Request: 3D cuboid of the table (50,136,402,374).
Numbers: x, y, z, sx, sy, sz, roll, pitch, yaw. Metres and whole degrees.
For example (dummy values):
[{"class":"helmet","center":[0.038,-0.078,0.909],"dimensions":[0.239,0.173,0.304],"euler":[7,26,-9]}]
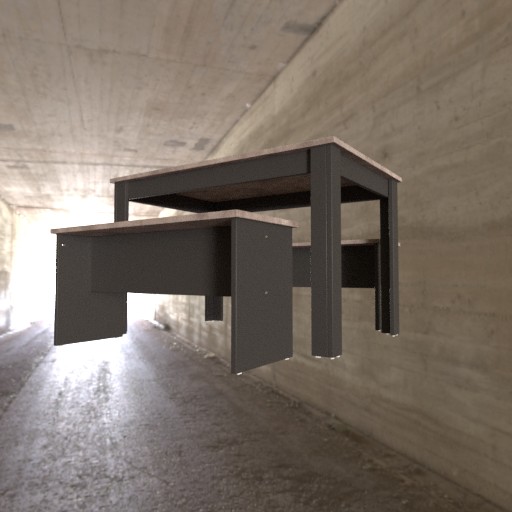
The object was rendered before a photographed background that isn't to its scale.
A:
[{"class":"table","center":[0.000,0.000,1.991],"dimensions":[1.100,0.700,1.443],"euler":[-2,-3,34]}]
